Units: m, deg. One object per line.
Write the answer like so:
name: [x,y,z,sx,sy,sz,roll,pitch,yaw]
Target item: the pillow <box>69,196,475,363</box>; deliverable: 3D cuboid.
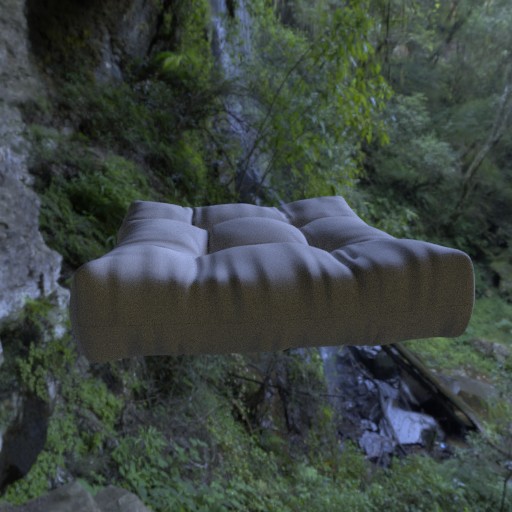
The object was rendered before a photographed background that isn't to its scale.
pillow: [0.000,0.000,0.708,0.468,0.128,0.490,-2,16,-8]
